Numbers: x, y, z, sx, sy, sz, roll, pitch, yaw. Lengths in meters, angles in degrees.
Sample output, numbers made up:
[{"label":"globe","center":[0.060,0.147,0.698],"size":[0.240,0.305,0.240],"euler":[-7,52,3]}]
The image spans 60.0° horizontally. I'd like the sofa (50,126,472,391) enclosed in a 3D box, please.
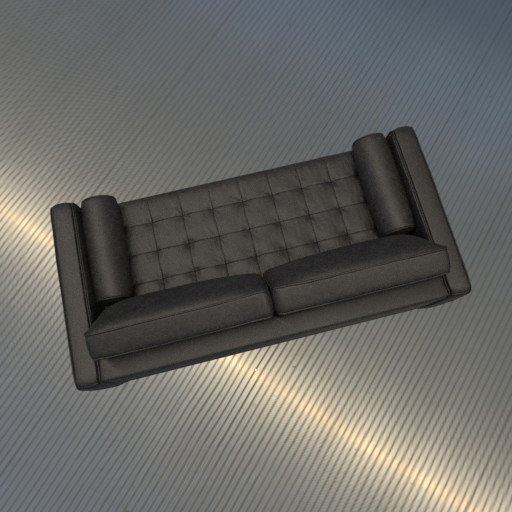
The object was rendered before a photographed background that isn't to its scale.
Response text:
[{"label":"sofa","center":[0.000,0.000,2.276],"size":[1.879,0.770,0.921],"euler":[-13,76,-3]}]
